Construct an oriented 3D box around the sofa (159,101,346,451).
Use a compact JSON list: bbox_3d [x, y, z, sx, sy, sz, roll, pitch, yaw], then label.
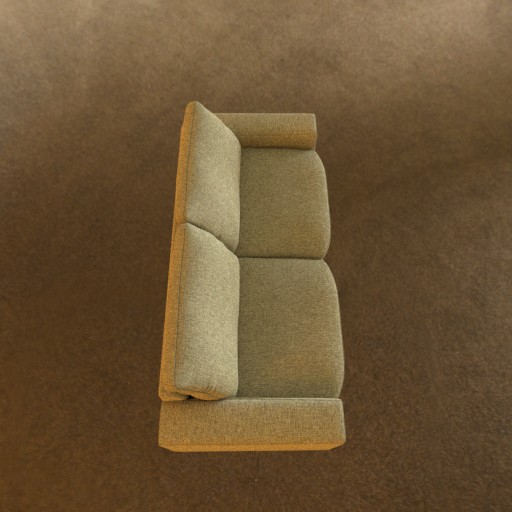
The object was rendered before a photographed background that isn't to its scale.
[{"bbox_3d":[0.000,0.000,2.906,1.040,0.922,2.299,-1,63,0],"label":"sofa"}]
